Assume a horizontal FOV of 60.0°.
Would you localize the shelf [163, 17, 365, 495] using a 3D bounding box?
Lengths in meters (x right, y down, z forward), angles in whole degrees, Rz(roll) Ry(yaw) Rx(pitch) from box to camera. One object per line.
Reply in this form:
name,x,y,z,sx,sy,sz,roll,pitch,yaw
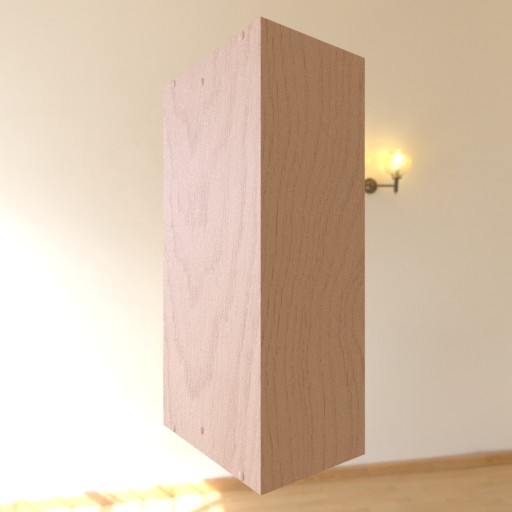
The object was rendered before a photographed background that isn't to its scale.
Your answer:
shelf,0.000,0.000,0.730,0.200,0.600,0.290,0,0,-36
